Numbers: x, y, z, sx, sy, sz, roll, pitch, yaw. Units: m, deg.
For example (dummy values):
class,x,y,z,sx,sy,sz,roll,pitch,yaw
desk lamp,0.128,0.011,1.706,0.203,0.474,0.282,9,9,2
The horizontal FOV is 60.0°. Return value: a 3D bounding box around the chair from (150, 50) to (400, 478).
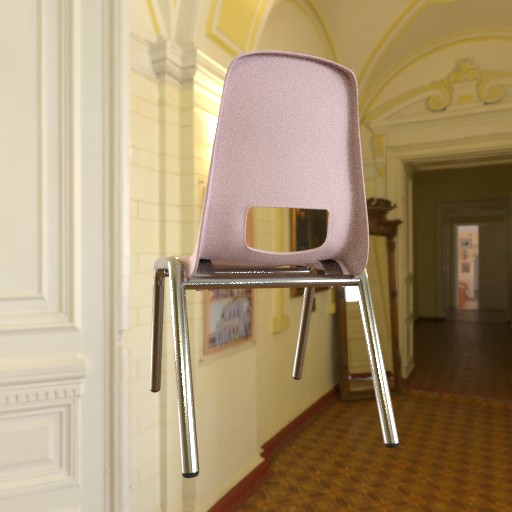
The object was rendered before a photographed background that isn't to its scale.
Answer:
class,x,y,z,sx,sy,sz,roll,pitch,yaw
chair,0.000,0.000,0.821,0.354,0.586,0.423,0,0,-17
